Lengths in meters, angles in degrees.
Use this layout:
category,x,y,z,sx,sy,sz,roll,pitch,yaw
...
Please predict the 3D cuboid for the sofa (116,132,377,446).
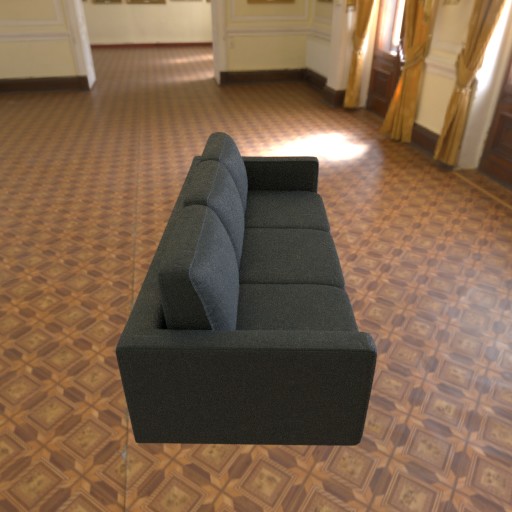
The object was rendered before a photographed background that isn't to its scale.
category,x,y,z,sx,sy,sz,roll,pitch,yaw
sofa,0.000,0.000,2.481,0.935,0.945,2.013,0,31,1
